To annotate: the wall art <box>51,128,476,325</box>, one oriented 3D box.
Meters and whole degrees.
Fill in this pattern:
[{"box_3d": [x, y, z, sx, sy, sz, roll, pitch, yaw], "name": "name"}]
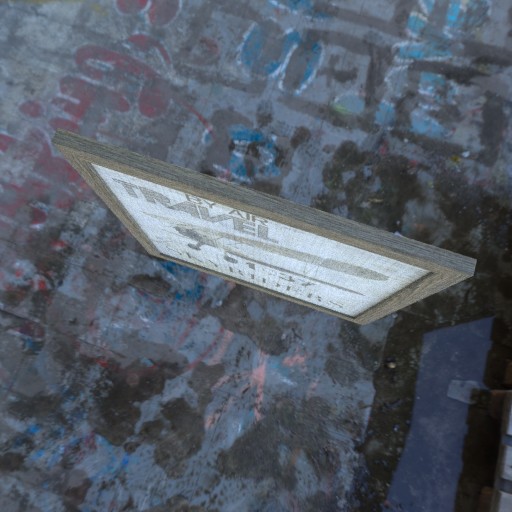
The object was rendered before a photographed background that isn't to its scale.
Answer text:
[{"box_3d": [0.000, 0.000, 0.753, 0.508, 0.508, 0.019, 18, 76, 5], "name": "wall art"}]
